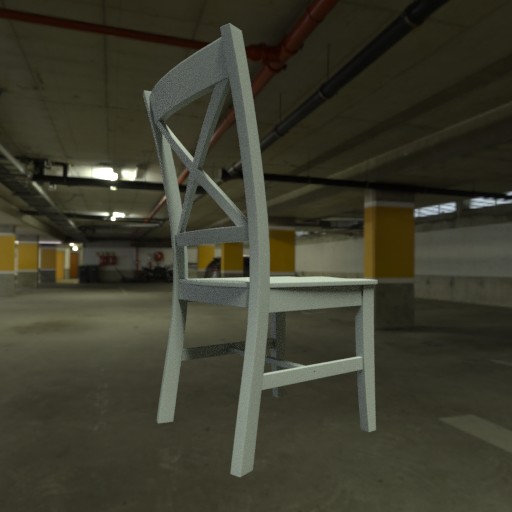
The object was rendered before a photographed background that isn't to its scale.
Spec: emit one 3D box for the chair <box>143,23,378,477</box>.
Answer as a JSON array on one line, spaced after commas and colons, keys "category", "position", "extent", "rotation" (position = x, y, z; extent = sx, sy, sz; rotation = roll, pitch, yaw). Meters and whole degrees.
[{"category": "chair", "position": [0.000, 0.000, 1.279], "extent": [0.542, 0.983, 0.485], "rotation": [1, -2, -36]}]
